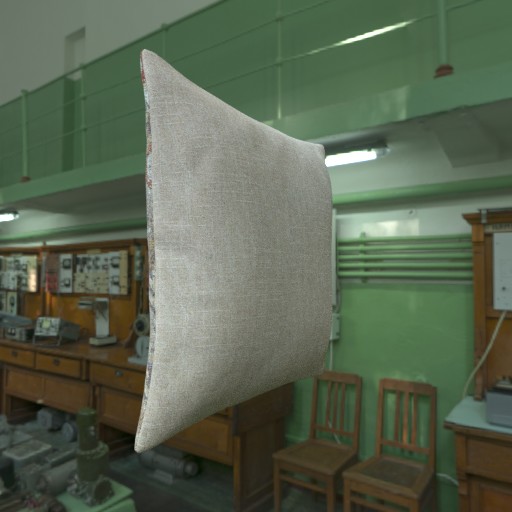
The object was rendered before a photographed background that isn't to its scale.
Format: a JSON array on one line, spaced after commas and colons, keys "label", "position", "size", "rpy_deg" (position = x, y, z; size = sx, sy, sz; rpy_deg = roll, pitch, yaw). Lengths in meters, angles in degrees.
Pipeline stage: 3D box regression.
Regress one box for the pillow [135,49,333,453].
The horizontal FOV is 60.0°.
[{"label": "pillow", "position": [0.000, 0.000, 0.766], "size": [0.166, 0.506, 0.523], "rpy_deg": [-2, -3, 34]}]
